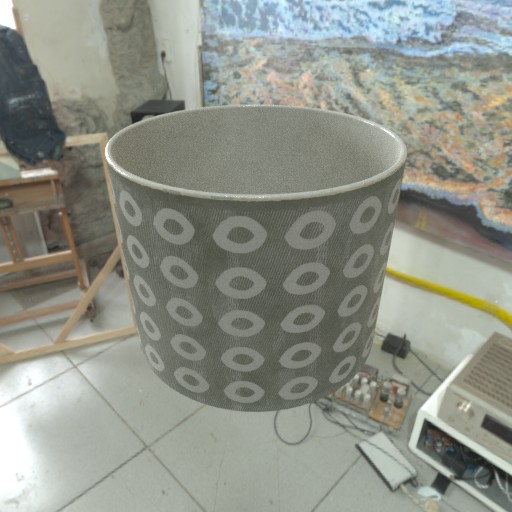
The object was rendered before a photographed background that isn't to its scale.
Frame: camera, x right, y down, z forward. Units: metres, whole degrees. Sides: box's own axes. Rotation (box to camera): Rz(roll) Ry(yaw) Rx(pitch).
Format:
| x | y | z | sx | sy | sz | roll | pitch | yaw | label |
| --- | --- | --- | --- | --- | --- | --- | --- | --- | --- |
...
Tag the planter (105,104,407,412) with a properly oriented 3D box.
| x | y | z | sx | sy | sz | roll | pitch | yaw | label |
| --- | --- | --- | --- | --- | --- | --- | --- | --- | --- |
| 0.000 | 0.000 | 0.443 | 0.250 | 0.239 | 0.250 | 0 | 31 | 0 | planter |
